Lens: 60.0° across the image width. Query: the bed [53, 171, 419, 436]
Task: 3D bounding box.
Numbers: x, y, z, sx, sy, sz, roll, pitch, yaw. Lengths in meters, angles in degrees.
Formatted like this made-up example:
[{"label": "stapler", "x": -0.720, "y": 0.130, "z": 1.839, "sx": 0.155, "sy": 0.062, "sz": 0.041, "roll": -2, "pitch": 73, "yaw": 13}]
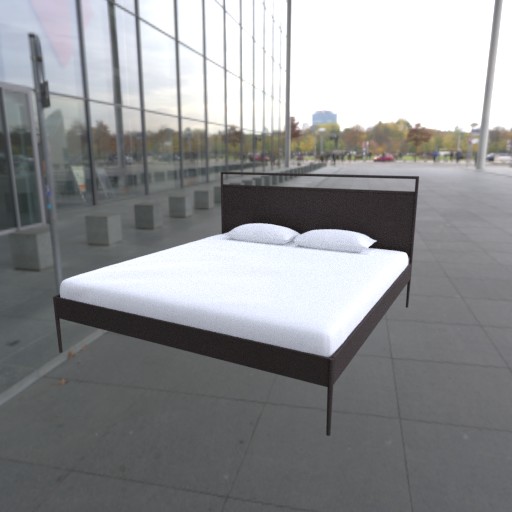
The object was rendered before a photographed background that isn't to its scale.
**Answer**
[{"label": "bed", "x": 0.000, "y": 0.000, "z": 3.437, "sx": 1.993, "sy": 1.173, "sz": 2.151, "roll": 7, "pitch": 15, "yaw": 28}]
